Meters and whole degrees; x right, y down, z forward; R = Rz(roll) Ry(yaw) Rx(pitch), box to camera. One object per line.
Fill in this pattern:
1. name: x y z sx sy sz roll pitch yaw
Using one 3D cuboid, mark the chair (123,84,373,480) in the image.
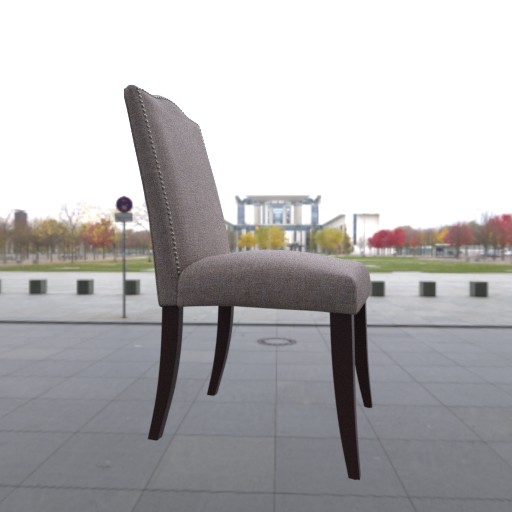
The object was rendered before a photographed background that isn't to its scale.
1. chair: 0.000 0.000 1.344 0.660 1.016 0.513 0 1 18
